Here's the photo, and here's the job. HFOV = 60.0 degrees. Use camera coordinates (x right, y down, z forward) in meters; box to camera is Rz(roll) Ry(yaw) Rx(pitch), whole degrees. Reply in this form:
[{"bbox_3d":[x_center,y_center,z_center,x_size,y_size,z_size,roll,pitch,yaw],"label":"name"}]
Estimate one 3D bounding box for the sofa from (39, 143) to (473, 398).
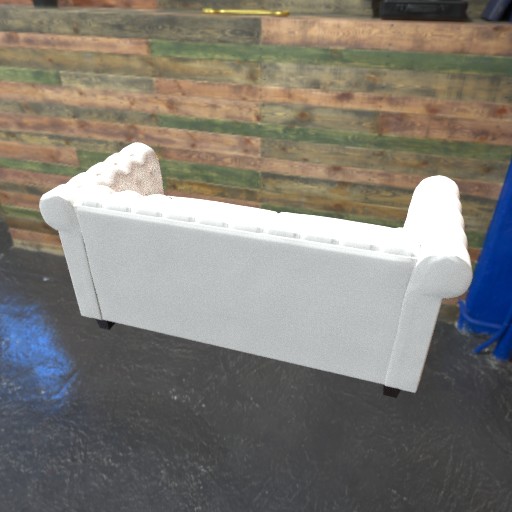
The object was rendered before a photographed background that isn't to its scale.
[{"bbox_3d":[0.000,0.000,2.214,1.798,0.796,0.771,10,34,15],"label":"sofa"}]
